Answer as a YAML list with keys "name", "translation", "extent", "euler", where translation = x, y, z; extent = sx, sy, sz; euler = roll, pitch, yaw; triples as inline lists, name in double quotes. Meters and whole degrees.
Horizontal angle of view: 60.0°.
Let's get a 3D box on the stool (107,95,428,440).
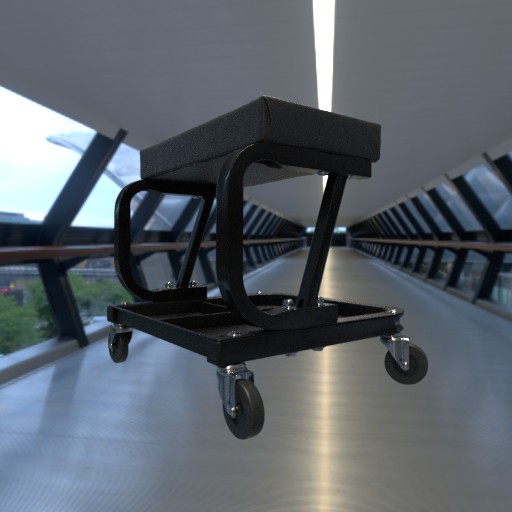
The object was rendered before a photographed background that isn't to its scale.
- name: "stool"
  translation: [0.000, 0.000, 0.725]
  extent: [0.371, 0.380, 0.446]
  euler: [-1, 1, -37]
